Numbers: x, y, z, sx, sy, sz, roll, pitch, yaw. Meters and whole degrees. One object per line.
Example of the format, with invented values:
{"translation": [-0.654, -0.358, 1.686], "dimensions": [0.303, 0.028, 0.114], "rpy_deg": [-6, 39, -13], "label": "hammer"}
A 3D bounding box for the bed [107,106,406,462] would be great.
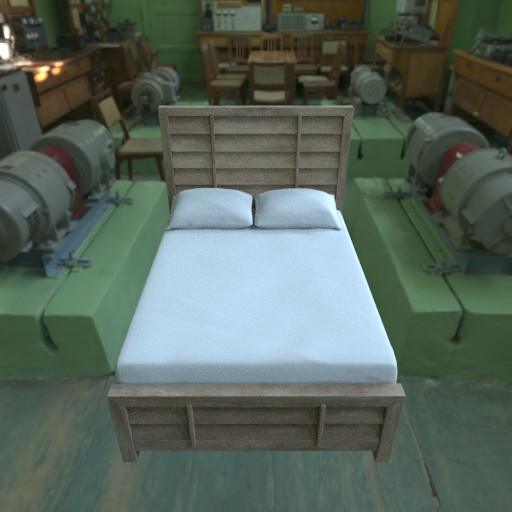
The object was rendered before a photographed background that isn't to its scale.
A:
{"translation": [0.000, 0.000, 3.212], "dimensions": [1.626, 1.626, 2.197], "rpy_deg": [0, 31, 0], "label": "bed"}
